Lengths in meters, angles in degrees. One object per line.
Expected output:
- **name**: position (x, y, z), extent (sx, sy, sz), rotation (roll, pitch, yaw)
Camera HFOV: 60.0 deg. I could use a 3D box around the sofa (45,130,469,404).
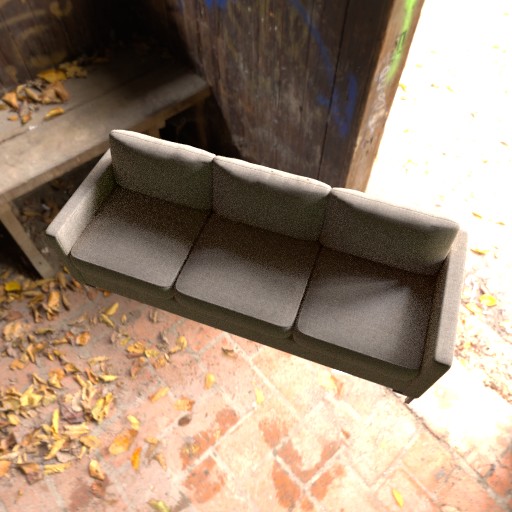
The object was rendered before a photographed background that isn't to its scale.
- **sofa**: position (0.000, 0.000, 2.626), extent (2.218, 0.874, 0.859), rotation (17, 58, 11)
